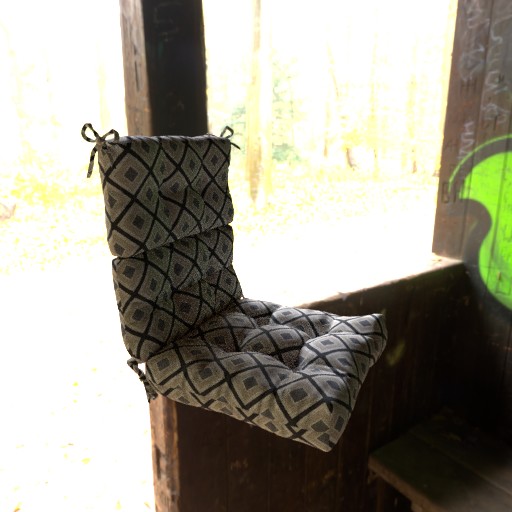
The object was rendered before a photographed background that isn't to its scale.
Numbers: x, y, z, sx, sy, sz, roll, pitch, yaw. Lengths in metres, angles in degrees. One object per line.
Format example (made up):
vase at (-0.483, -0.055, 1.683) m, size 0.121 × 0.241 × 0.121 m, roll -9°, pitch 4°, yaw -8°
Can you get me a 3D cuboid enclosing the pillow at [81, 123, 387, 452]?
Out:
pillow at (0.000, 0.000, 1.052) m, size 0.571 × 0.605 × 0.519 m, roll 8°, pitch 17°, yaw 26°
